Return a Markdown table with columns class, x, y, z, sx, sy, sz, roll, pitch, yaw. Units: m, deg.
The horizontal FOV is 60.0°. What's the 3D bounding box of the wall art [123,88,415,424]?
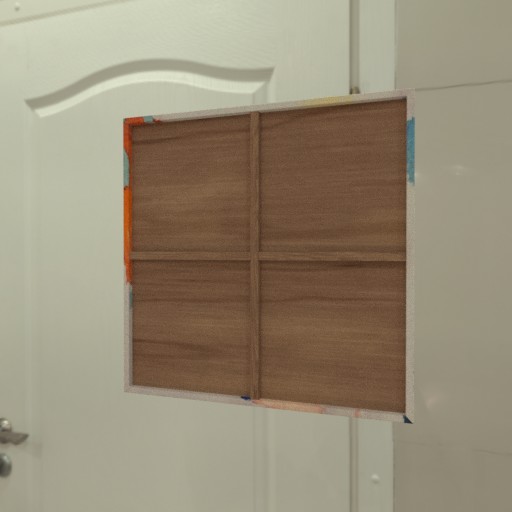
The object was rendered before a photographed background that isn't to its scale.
| class | x | y | z | sx | sy | sz | roll | pitch | yaw |
| --- | --- | --- | --- | --- | --- | --- | --- | --- | --- |
| wall art | 0.000 | 0.000 | 1.211 | 0.814 | 0.814 | 0.037 | 0 | 1 | 17 |
